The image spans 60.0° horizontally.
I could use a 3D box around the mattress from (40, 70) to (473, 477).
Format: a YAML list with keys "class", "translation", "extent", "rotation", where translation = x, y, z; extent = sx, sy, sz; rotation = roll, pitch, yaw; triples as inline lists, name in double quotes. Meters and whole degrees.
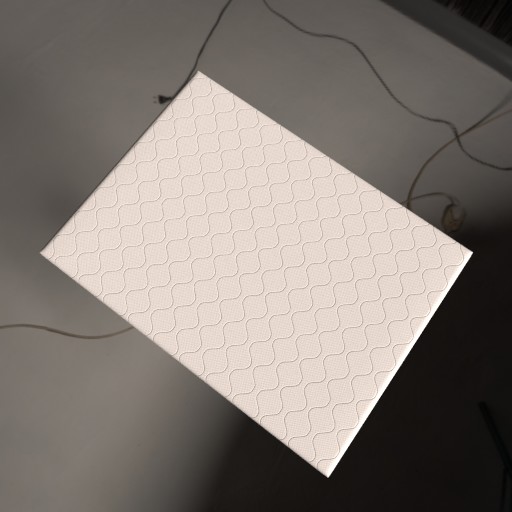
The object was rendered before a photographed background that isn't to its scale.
- class: "mattress"
  translation: [0.000, 0.000, 2.480]
  extent: [1.900, 0.200, 1.400]
  rotation: [36, 79, 8]
